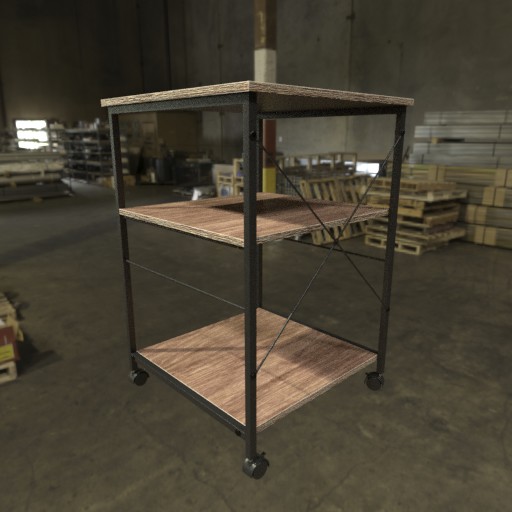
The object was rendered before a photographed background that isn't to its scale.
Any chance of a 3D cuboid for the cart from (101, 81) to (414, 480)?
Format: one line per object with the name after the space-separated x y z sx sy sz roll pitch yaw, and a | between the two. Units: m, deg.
0.000 0.000 1.141 0.521 0.762 0.520 -14 20 -41 | cart
